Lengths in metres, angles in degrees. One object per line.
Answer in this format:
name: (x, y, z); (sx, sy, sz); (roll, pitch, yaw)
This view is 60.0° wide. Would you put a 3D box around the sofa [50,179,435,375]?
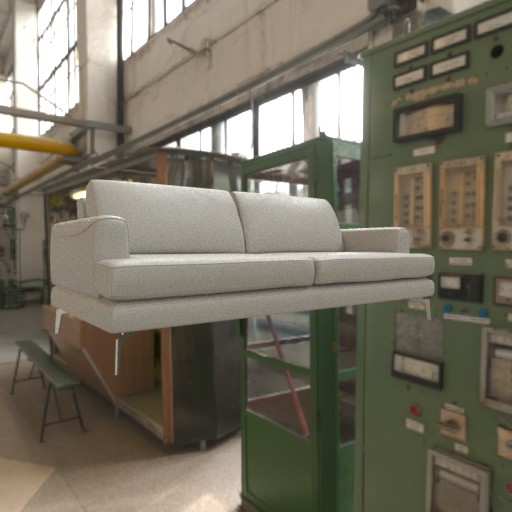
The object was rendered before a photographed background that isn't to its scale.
sofa: (0.000, 0.000, 2.425); (1.940, 0.765, 0.974); (-1, 2, -37)
